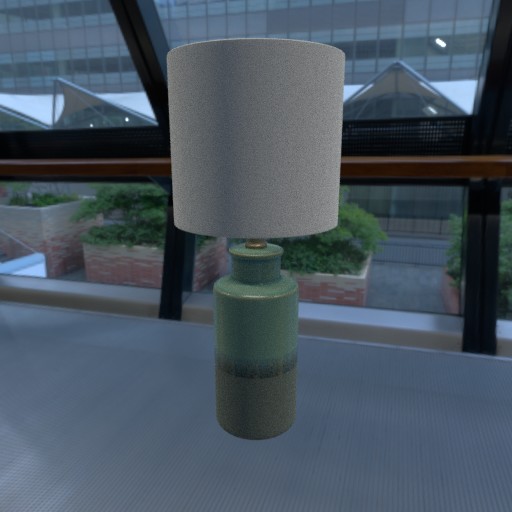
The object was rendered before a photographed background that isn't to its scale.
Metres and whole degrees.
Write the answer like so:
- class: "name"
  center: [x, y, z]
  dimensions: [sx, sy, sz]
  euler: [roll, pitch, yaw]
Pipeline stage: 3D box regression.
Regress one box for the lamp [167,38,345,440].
- class: "lamp"
  center: [0.000, 0.000, 0.596]
  dimensions: [0.212, 0.493, 0.212]
  euler: [-7, 16, -27]
